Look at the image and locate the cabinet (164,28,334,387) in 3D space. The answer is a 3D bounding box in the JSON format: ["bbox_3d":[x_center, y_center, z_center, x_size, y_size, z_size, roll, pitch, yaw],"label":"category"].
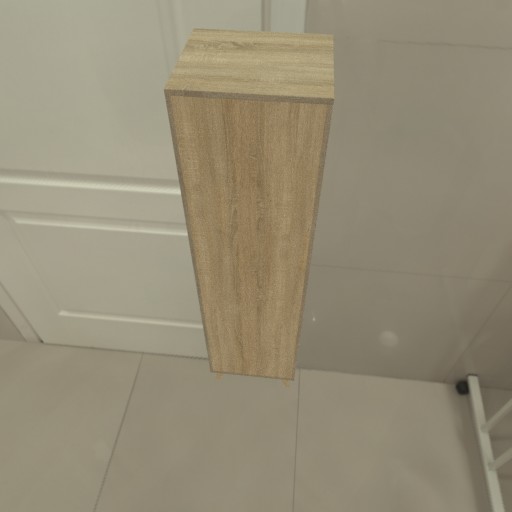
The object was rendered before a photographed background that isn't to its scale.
[{"bbox_3d":[0.000,0.000,2.198,0.510,1.960,0.450,5,49,4],"label":"cabinet"}]
